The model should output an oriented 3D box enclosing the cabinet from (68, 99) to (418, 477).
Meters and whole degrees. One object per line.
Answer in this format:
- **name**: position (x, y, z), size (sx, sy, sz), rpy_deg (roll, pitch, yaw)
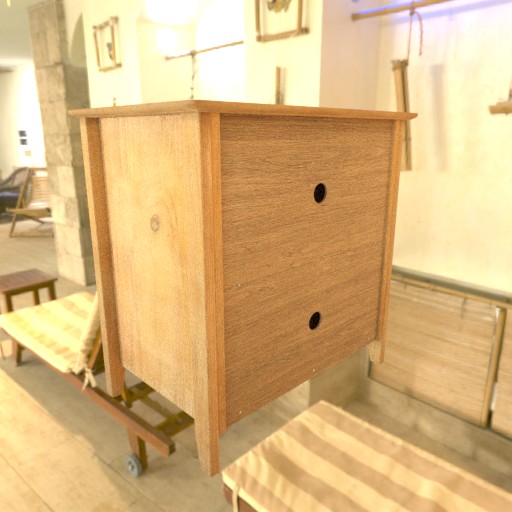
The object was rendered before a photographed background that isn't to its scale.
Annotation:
- **cabinet**: position (0.000, 0.000, 1.230), size (0.763, 0.762, 0.503), rpy_deg (-15, 21, -42)
